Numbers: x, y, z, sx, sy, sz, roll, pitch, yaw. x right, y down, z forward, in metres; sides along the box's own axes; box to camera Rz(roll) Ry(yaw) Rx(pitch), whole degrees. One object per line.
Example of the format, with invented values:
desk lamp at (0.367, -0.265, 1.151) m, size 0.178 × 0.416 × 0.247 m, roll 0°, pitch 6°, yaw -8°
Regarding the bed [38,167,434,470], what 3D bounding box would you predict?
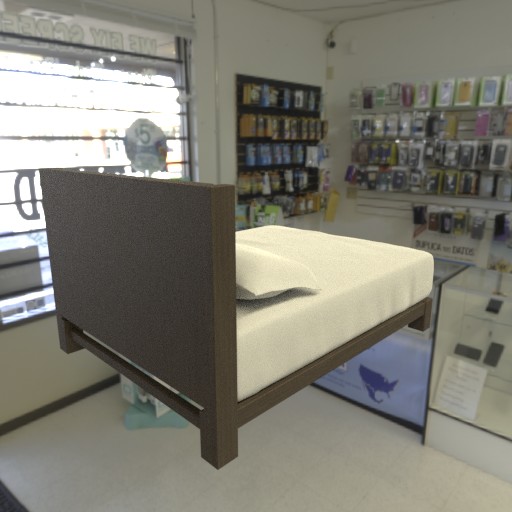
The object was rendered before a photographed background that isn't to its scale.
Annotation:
bed at (0.000, 0.000, 3.200) m, size 1.727 × 1.270 × 2.242 m, roll 14°, pitch 20°, yaw 43°
